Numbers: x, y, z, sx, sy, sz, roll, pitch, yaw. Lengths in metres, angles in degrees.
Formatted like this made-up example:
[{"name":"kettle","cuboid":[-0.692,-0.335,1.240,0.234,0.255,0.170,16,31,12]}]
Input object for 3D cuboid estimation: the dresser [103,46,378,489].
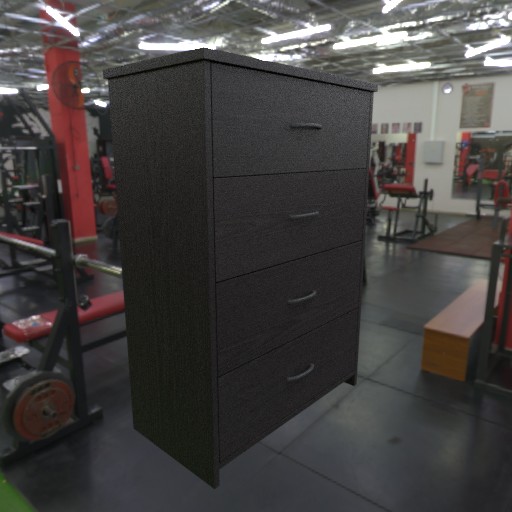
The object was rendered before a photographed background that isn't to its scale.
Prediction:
[{"name":"dresser","cuboid":[0.000,0.000,1.351,0.399,1.020,0.704,12,18,41]}]
